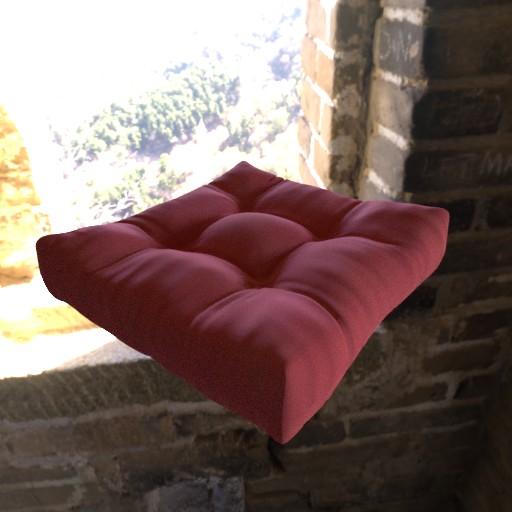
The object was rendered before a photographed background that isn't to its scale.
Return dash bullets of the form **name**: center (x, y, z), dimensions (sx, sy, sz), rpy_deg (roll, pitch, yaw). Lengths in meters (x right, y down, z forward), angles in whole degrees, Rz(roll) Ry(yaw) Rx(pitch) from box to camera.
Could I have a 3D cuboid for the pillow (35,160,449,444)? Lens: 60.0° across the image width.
- **pillow**: center (0.000, 0.000, 0.707), dimensions (0.468, 0.128, 0.490), rpy_deg (21, 36, 32)
